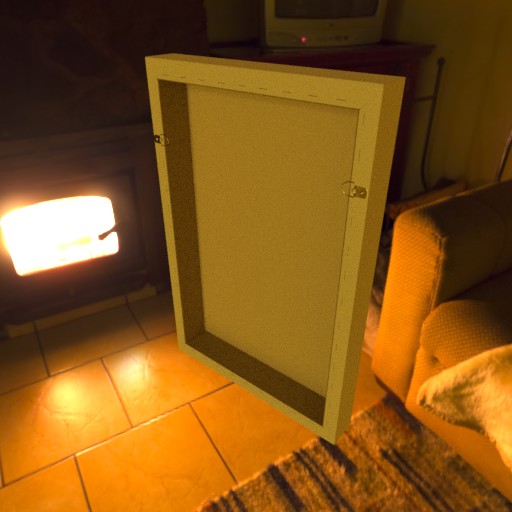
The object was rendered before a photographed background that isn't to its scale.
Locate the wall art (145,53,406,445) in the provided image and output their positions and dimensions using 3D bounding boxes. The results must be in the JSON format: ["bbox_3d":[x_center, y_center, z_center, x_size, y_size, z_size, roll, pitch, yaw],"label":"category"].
[{"bbox_3d":[0.000,0.000,0.479,0.252,0.381,0.039,22,37,33],"label":"wall art"}]
